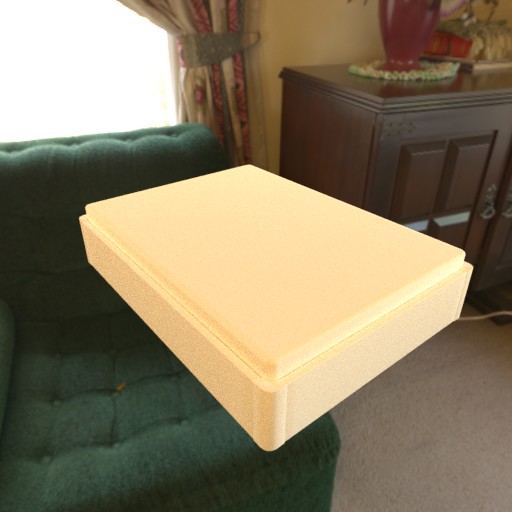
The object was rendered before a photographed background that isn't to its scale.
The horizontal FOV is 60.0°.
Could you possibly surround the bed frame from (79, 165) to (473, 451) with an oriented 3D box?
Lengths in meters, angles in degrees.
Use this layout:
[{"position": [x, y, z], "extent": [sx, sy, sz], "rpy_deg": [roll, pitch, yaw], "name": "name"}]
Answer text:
[{"position": [0.000, 0.000, 2.612], "extent": [1.400, 0.406, 1.900], "rpy_deg": [-21, 36, -33], "name": "bed frame"}]
